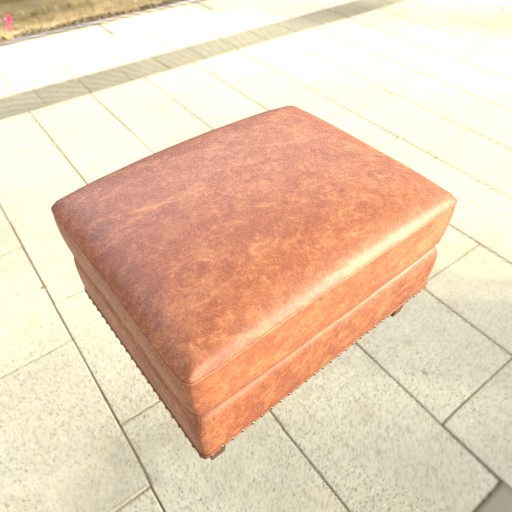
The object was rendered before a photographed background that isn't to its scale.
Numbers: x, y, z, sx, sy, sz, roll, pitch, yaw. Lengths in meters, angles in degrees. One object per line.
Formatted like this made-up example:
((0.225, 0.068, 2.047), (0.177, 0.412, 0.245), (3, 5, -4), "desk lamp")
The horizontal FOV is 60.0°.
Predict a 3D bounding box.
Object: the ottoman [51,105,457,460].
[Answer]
((0.000, 0.000, 1.113), (0.742, 0.486, 0.586), (-30, 53, -26), "ottoman")
